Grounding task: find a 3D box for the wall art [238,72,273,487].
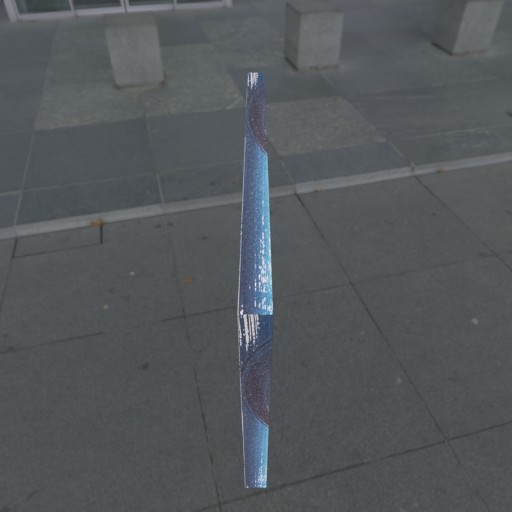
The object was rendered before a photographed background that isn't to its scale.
[{"bbox_3d":[0.000,0.000,0.768,0.033,0.406,0.609,0,42,0],"label":"wall art"}]
